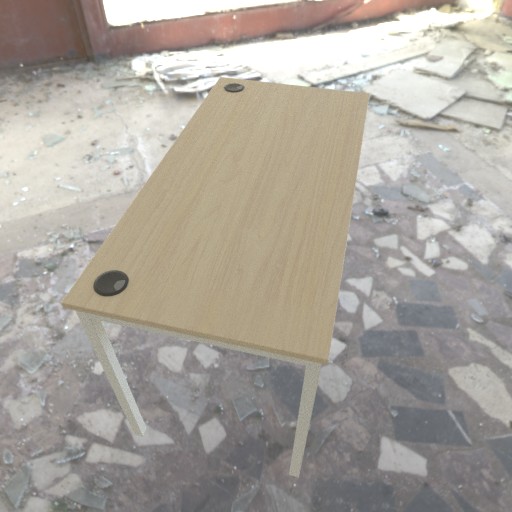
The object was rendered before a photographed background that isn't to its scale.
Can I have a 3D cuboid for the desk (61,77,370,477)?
[{"bbox_3d":[0.000,0.000,1.612,0.600,0.750,1.200,10,47,10],"label":"desk"}]
